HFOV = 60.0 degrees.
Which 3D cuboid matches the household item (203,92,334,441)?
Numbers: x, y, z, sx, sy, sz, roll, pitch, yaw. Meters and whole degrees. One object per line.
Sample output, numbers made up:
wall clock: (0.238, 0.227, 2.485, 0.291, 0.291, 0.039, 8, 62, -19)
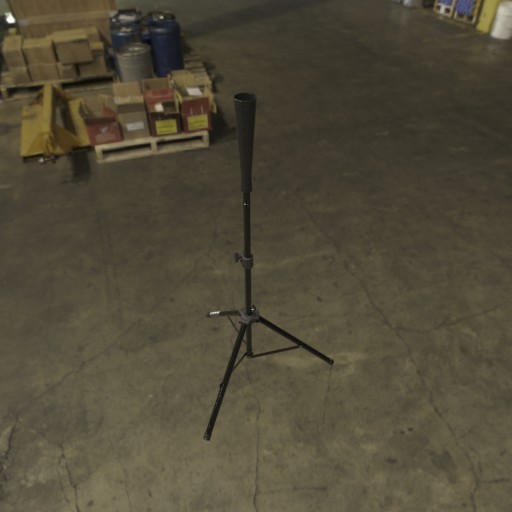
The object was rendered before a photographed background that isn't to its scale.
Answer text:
household item: (0.000, 0.000, 1.416, 0.559, 1.067, 0.559, -13, 42, -14)
